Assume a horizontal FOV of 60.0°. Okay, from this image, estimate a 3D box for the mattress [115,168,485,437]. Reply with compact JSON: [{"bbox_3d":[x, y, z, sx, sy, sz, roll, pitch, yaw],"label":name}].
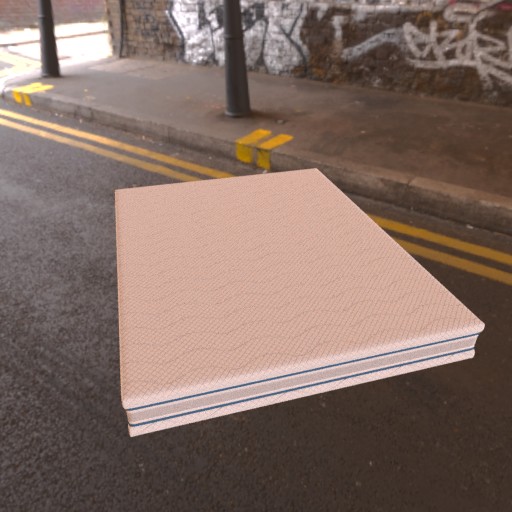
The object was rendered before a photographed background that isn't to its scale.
[{"bbox_3d":[0.000,0.000,2.691,1.600,0.230,2.000,-9,33,-13],"label":"mattress"}]
